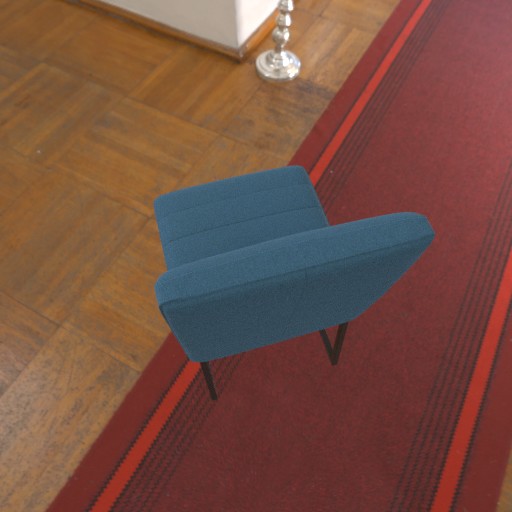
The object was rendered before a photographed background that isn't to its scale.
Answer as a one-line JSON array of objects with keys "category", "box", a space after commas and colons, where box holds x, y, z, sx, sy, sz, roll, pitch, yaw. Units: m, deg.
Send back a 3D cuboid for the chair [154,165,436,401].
[{"category": "chair", "box": [0.000, 0.000, 1.291, 0.520, 0.930, 0.634, -14, 61, -8]}]
